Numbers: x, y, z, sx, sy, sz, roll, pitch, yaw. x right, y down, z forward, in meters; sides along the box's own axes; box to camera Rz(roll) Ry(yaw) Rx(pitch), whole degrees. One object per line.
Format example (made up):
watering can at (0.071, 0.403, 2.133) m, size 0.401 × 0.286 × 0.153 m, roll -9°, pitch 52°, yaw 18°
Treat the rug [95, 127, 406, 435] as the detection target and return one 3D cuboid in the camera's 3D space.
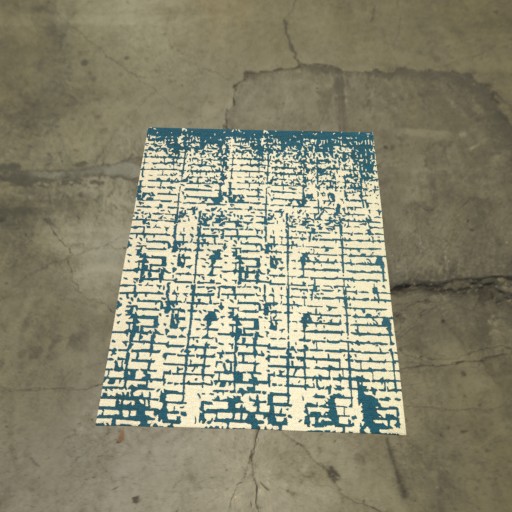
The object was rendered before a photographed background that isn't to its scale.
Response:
rug at (0.000, 0.000, 4.101) m, size 2.416 × 0.014 × 3.017 m, roll 2°, pitch 64°, yaw 1°
